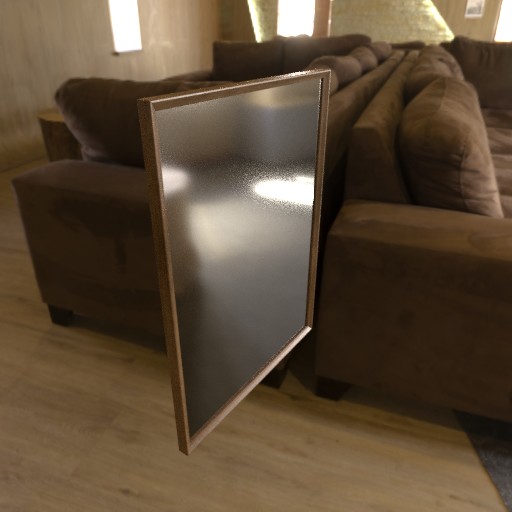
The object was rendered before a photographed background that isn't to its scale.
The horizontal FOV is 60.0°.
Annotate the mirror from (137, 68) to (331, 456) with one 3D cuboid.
[{"bbox_3d":[0.000,0.000,1.372,0.041,1.016,0.762,18,33,31],"label":"mirror"}]
